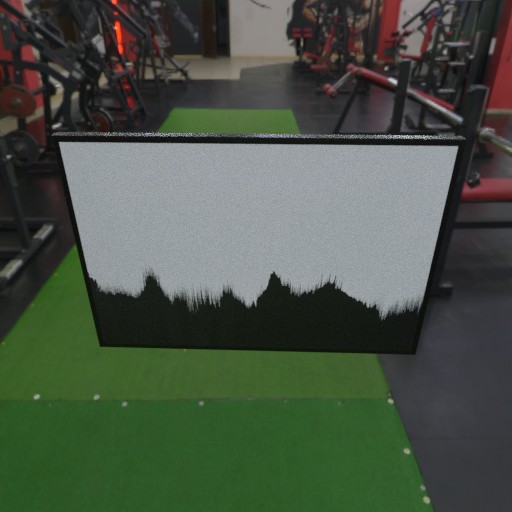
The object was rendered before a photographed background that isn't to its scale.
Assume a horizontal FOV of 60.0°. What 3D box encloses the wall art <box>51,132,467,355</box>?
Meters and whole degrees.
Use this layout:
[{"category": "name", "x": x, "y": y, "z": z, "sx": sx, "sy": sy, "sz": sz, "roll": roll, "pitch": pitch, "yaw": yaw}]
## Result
[{"category": "wall art", "x": 0.000, "y": 0.000, "z": 0.822, "sx": 0.659, "sy": 0.446, "sz": 0.022, "roll": 1, "pitch": 30, "yaw": 2}]
